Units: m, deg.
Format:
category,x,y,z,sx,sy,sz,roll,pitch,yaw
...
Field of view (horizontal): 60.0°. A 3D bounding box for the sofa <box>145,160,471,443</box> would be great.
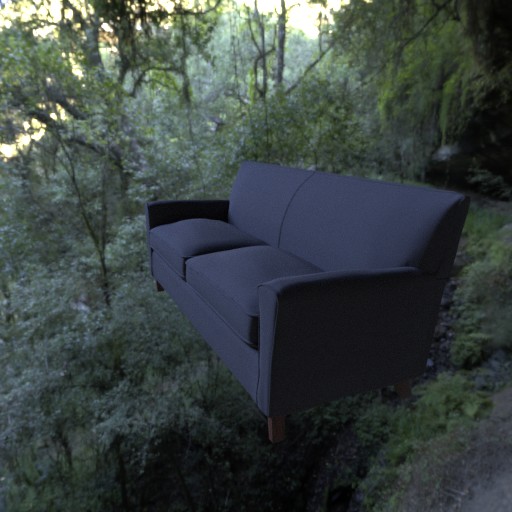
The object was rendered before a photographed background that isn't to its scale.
category,x,y,z,sx,sy,sz,roll,pitch,yaw
sofa,0.000,0.000,2.467,0.843,0.907,2.002,-8,18,-25
